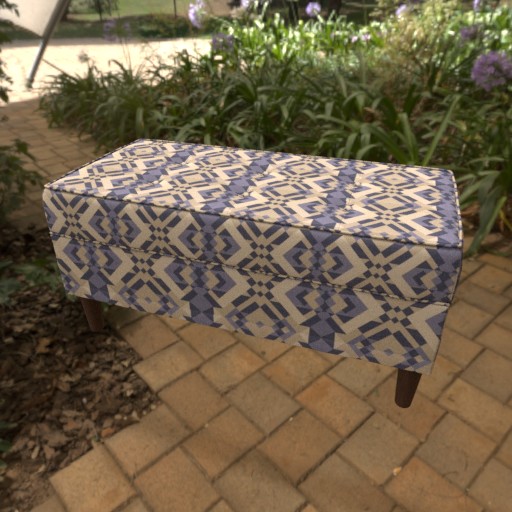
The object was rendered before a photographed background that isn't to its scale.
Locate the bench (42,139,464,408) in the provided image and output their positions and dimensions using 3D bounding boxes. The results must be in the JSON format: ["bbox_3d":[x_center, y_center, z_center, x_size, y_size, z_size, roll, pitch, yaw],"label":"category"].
[{"bbox_3d":[0.000,0.000,1.282,1.016,0.477,0.492,10,32,16],"label":"bench"}]
